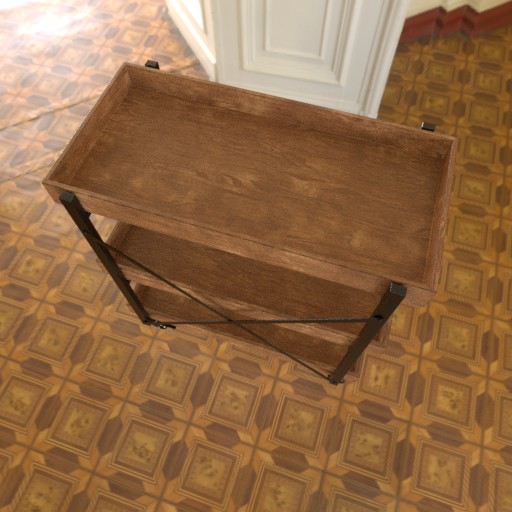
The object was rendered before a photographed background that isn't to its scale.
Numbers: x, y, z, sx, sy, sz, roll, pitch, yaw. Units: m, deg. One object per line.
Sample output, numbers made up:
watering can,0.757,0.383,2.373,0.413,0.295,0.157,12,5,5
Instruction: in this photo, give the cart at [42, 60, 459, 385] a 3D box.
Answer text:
cart,0.000,0.000,1.225,0.750,0.800,0.411,16,63,8
